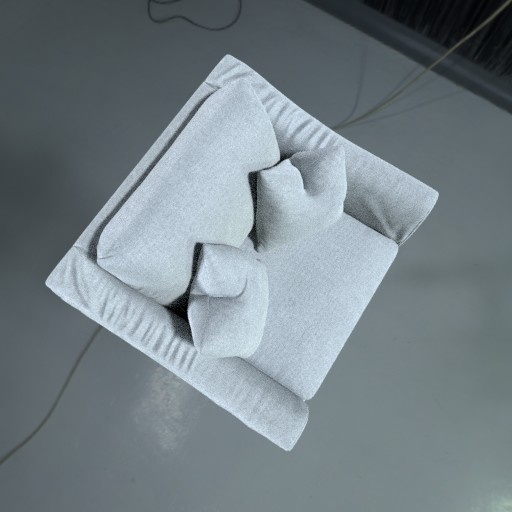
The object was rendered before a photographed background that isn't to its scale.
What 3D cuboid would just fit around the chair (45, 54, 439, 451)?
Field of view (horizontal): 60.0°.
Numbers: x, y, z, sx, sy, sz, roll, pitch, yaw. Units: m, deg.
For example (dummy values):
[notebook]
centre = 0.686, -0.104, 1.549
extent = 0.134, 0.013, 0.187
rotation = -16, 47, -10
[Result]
[chair]
centre = 0.000, 0.000, 1.968
extent = 1.071, 1.059, 1.194
rotation = 32, 77, 9
